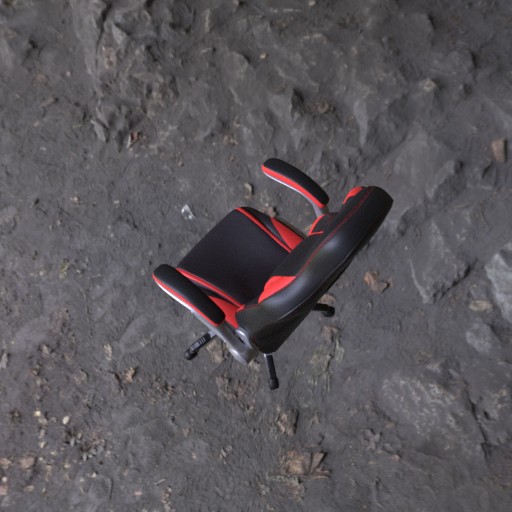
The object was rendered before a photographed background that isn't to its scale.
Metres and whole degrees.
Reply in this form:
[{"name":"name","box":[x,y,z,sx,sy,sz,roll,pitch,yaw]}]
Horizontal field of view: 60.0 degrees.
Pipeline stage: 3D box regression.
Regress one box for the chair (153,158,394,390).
[{"name":"chair","box":[0.000,0.000,1.614,0.712,1.165,0.758,36,68,17]}]
